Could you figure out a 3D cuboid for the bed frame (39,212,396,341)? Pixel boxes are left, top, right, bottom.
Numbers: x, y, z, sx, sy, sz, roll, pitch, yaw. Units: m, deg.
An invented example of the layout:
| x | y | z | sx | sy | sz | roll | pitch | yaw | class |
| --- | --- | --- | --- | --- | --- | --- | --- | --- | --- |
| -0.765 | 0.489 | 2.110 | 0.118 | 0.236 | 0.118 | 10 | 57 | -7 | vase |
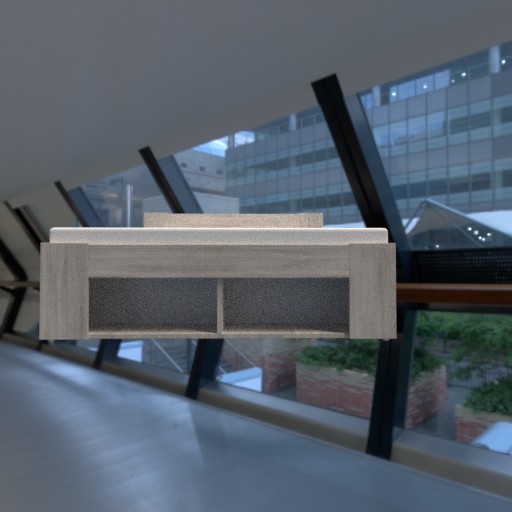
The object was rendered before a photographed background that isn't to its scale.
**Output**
| x | y | z | sx | sy | sz | roll | pitch | yaw | class |
| --- | --- | --- | --- | --- | --- | --- | --- | --- | --- |
| 0.000 | 0.000 | 3.101 | 2.040 | 0.860 | 2.050 | 0 | -2 | -1 | bed frame |
